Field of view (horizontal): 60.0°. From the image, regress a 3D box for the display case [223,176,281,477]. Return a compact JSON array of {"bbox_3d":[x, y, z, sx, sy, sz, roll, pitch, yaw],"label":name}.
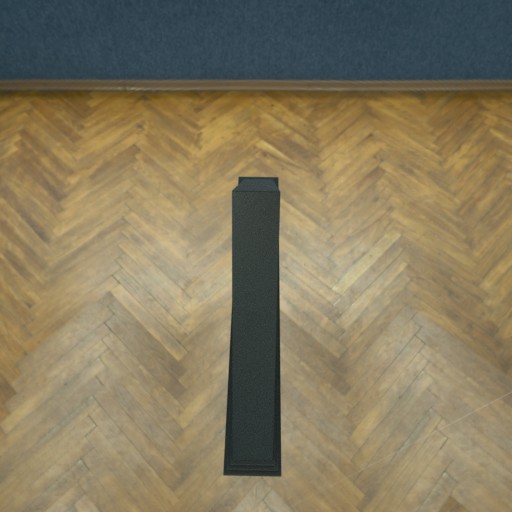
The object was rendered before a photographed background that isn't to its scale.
[{"bbox_3d":[0.000,0.000,0.749,0.095,0.340,0.640,1,59,1],"label":"display case"}]
